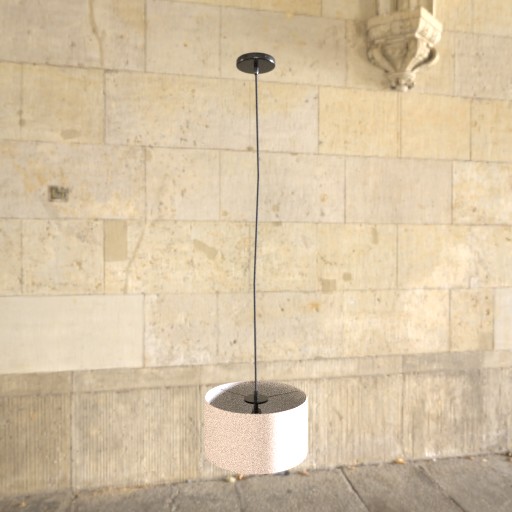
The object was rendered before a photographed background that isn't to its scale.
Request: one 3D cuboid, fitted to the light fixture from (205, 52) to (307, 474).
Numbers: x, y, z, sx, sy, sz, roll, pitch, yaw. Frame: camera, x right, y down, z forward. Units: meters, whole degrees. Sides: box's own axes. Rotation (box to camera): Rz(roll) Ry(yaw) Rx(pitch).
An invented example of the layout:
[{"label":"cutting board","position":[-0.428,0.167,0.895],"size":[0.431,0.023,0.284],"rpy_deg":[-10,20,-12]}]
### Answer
[{"label":"light fixture","position":[0.000,0.000,1.732],"size":[0.399,1.516,0.399],"rpy_deg":[0,1,0]}]
